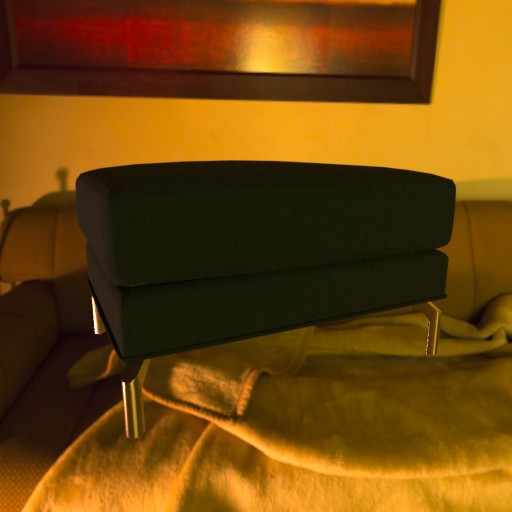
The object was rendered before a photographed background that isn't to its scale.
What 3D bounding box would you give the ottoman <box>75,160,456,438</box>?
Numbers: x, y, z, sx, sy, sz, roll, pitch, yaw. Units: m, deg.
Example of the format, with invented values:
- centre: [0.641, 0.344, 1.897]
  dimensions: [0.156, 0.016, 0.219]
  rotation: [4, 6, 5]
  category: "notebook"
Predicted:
- centre: [0.000, 0.000, 1.189]
  dimensions: [0.835, 0.498, 0.587]
  rotation: [-7, 15, -25]
  category: "ottoman"
